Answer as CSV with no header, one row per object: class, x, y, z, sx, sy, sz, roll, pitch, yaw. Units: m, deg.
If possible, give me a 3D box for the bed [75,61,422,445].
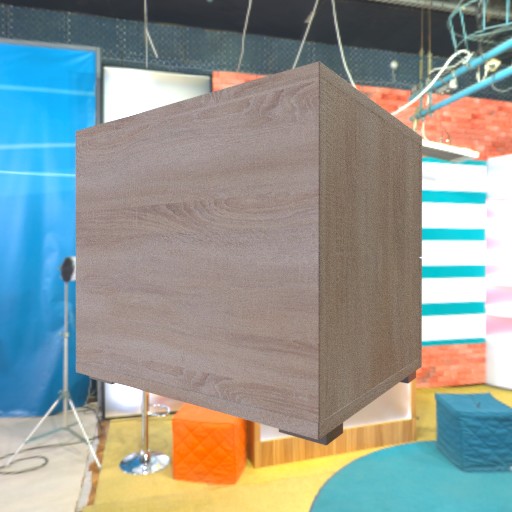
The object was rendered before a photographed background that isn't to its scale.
bed,0.000,0.000,0.771,0.460,0.420,0.401,0,0,36
